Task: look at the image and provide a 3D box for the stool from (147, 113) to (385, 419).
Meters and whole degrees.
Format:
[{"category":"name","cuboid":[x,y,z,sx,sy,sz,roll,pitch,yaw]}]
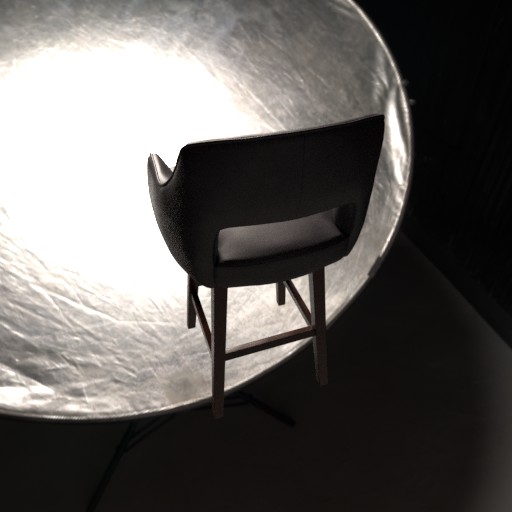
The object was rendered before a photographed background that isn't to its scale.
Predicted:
[{"category":"stool","cuboid":[0.000,0.000,1.349,0.550,1.041,0.560,-13,42,-14]}]
